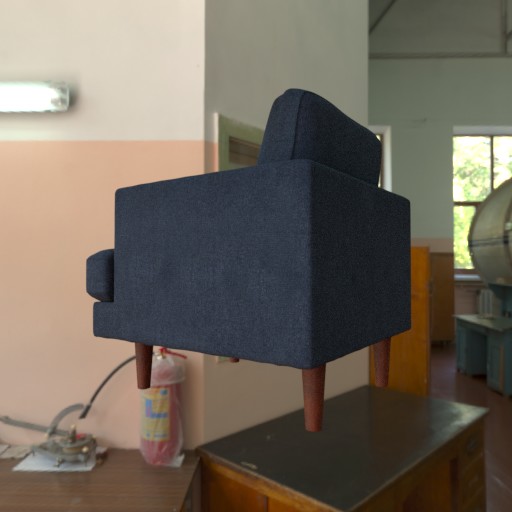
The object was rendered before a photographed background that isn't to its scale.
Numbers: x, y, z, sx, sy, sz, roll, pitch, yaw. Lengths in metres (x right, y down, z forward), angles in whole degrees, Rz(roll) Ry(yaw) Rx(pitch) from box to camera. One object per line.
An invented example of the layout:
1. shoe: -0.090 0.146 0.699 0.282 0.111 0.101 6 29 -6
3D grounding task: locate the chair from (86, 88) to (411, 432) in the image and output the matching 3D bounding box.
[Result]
1. chair: 0.000 0.000 1.641 0.899 0.957 0.858 -1 -1 36
